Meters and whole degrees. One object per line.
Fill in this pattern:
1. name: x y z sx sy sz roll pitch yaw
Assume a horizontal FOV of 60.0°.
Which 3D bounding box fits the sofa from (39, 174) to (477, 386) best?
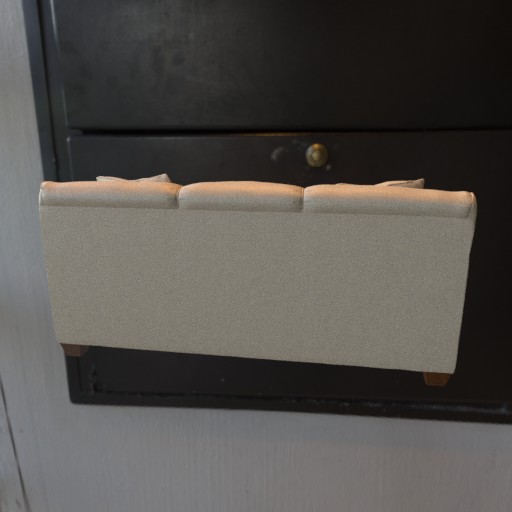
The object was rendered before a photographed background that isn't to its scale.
1. sofa: 0.000 0.000 2.545 2.024 0.958 0.997 2 15 9
